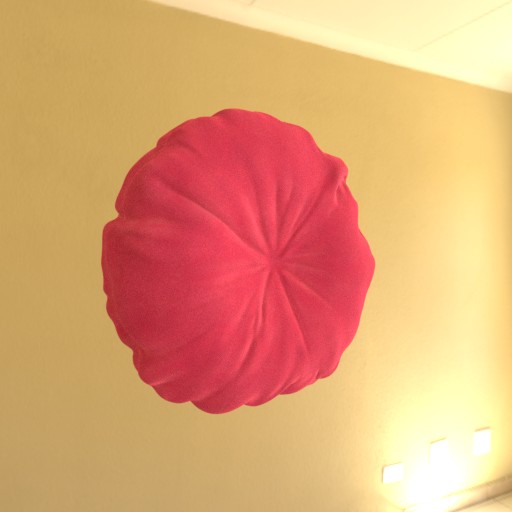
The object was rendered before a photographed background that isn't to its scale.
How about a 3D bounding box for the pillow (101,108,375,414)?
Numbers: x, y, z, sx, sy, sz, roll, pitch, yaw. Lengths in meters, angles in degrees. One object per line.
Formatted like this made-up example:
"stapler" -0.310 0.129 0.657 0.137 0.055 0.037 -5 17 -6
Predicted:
"pillow" 0.000 0.000 0.634 0.428 0.407 0.148 0 0 -36
